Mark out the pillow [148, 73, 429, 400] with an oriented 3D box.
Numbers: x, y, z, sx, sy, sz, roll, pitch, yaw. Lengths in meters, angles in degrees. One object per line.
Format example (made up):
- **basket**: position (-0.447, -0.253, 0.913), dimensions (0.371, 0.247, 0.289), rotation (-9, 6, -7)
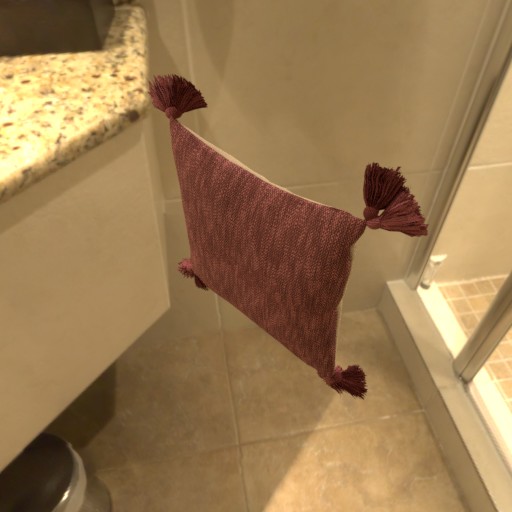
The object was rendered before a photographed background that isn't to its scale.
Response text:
- **pillow**: position (0.000, 0.000, 0.965), dimensions (0.641, 0.659, 0.138), rotation (34, 55, 28)
